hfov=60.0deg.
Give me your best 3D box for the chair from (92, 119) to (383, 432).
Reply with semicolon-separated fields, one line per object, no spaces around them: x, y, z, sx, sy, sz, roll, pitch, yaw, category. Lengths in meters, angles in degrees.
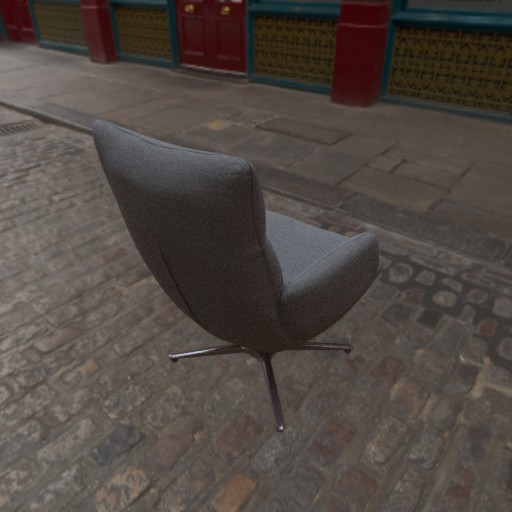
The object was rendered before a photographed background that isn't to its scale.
0.000;0.000;1.508;0.702;0.984;0.831;22;38;32;chair
